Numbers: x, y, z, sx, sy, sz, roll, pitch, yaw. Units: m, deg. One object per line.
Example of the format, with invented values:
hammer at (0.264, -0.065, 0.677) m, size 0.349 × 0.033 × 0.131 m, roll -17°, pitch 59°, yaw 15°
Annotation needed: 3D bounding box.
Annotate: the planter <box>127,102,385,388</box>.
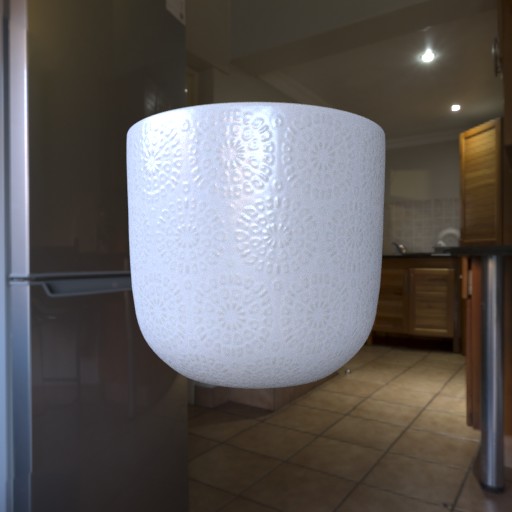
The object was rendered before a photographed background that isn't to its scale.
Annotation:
planter at (0.000, 0.000, 0.372) m, size 0.208 × 0.190 × 0.208 m, roll 0°, pitch 1°, yaw 0°
